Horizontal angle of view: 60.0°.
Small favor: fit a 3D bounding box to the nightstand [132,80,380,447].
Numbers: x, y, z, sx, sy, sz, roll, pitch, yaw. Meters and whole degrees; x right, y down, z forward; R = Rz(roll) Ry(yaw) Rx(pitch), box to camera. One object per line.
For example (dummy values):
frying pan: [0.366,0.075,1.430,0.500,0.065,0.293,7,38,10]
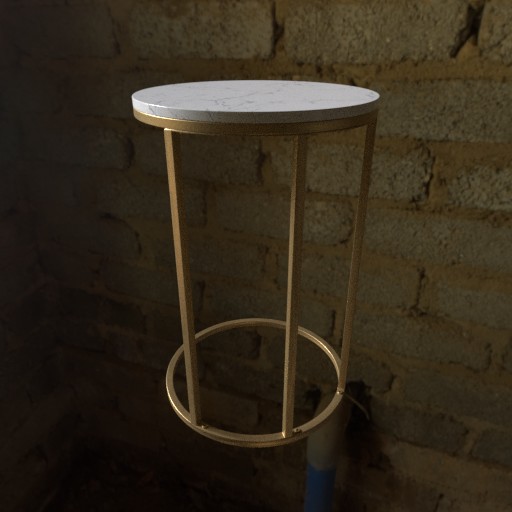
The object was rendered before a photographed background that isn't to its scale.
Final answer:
nightstand: [0.000,0.000,0.874,0.400,0.610,0.400,-8,28,-16]
